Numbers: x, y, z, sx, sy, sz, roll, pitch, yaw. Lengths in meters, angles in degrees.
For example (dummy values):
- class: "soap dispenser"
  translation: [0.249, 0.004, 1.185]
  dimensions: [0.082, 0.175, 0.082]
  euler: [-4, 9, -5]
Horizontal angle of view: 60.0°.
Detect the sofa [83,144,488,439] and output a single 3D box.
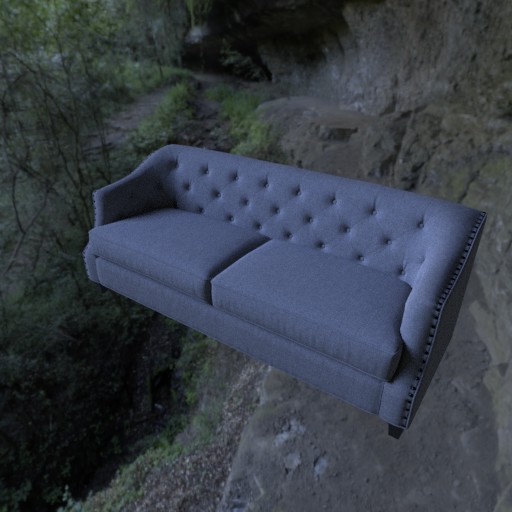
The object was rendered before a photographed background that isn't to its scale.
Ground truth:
- class: "sofa"
  translation: [0.000, 0.000, 2.663]
  dimensions: [2.235, 0.901, 0.914]
  euler: [19, 35, 30]
